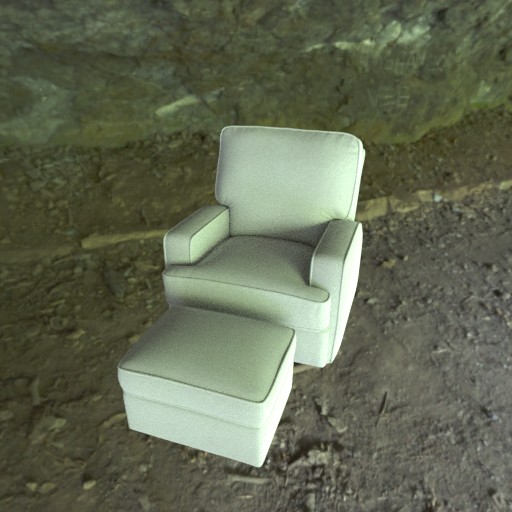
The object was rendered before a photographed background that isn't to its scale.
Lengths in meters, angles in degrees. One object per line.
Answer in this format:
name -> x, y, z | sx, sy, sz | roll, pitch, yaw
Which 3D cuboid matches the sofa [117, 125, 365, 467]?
sofa -> 0.000, 0.000, 2.020 | 0.861, 0.959, 1.472 | 9, 28, 17
